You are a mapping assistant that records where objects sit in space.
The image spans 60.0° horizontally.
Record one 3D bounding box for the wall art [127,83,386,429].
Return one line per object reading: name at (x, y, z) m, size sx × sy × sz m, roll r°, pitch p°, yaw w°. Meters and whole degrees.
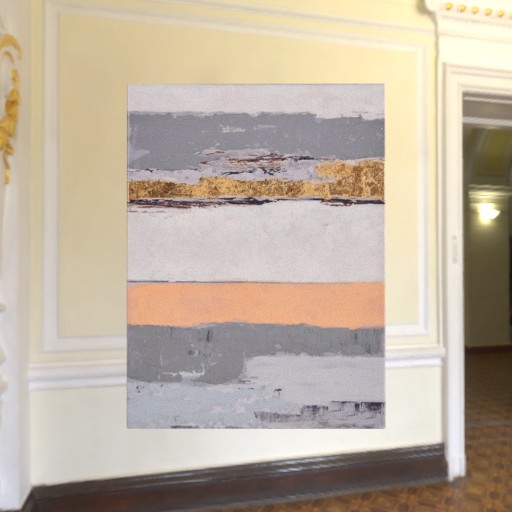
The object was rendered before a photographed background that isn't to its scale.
wall art at (0.000, 0.000, 0.799) m, size 0.456 × 0.609 × 0.038 m, roll 0°, pitch 0°, yaw 0°
